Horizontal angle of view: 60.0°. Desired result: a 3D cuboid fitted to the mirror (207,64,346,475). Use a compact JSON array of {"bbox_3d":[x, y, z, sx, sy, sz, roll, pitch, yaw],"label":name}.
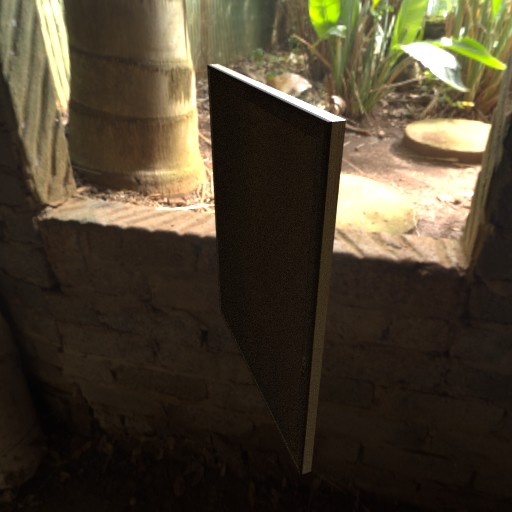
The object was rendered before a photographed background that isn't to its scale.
[{"bbox_3d":[0.000,0.000,1.205,0.032,0.882,0.730,-10,32,-17],"label":"mirror"}]
